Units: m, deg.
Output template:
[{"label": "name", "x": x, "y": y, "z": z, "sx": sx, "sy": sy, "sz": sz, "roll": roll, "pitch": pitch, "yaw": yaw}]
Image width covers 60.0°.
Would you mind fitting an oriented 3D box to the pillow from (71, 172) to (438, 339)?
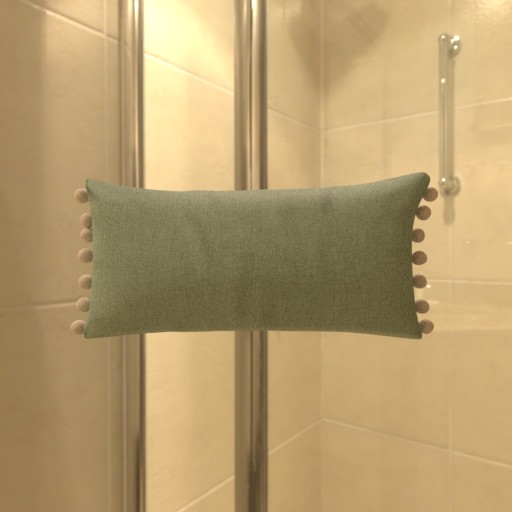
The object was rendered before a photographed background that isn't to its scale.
[{"label": "pillow", "x": 0.000, "y": 0.000, "z": 0.845, "sx": 0.709, "sy": 0.322, "sz": 0.201, "roll": 0, "pitch": 1, "yaw": -1}]
